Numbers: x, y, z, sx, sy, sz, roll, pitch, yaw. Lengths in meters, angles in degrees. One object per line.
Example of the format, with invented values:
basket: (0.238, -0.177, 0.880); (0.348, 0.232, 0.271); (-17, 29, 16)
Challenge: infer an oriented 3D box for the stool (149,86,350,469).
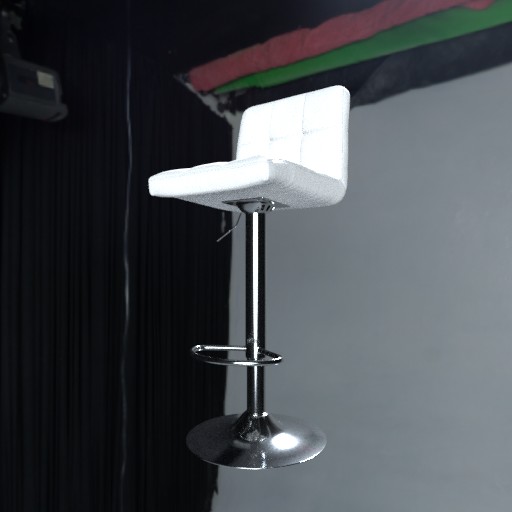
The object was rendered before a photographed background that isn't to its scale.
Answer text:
stool: (0.000, 0.000, 1.360); (0.430, 1.115, 0.505); (-1, -1, 35)
